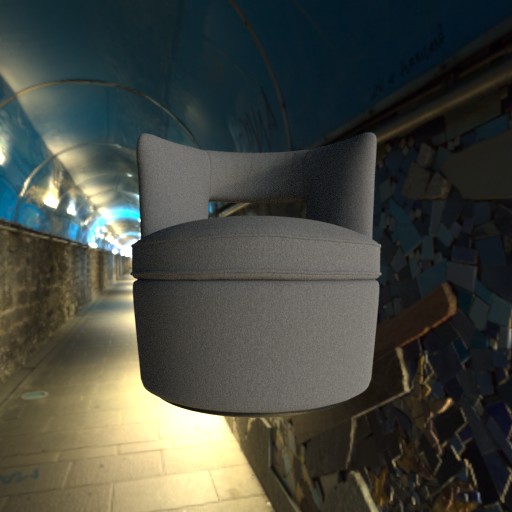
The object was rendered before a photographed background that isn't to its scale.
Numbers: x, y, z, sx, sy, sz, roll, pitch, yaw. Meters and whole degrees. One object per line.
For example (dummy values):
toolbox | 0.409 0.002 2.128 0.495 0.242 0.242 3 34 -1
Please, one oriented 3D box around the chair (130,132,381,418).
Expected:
chair | 0.000 0.000 1.248 0.689 0.719 0.660 0 0 1
